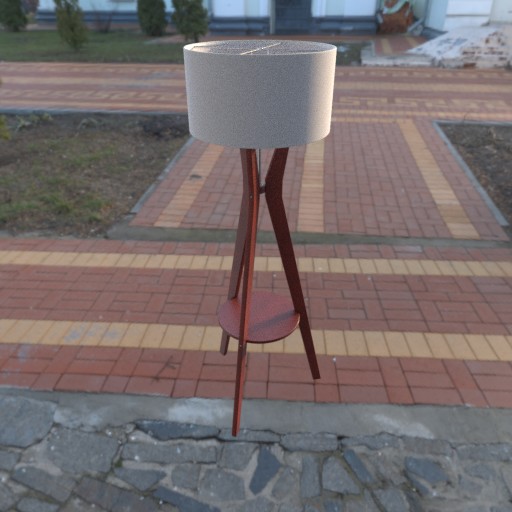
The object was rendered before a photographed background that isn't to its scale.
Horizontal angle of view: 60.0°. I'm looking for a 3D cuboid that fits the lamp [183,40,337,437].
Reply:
[{"bbox_3d":[0.000,0.000,1.721,0.539,1.472,0.542,11,32,17],"label":"lamp"}]
